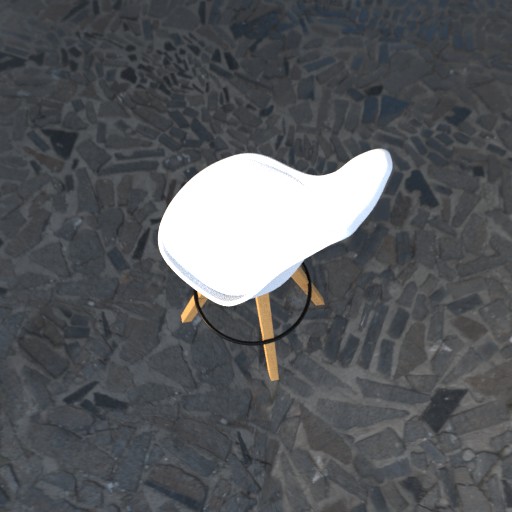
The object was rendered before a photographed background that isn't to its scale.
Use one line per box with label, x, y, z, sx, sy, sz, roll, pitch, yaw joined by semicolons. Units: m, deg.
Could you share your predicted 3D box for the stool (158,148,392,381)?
stool;0.000;0.000;1.407;0.549;1.115;0.482;30;68;14
